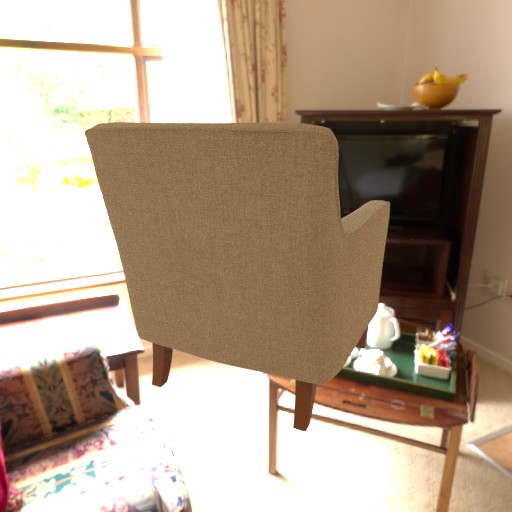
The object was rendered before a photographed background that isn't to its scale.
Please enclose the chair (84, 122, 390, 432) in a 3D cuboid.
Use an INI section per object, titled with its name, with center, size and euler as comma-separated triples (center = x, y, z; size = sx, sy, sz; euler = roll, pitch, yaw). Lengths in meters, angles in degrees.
[chair]
center = 0.000, 0.000, 1.810
size = 0.887, 1.047, 0.993
euler = 8, 19, 24
